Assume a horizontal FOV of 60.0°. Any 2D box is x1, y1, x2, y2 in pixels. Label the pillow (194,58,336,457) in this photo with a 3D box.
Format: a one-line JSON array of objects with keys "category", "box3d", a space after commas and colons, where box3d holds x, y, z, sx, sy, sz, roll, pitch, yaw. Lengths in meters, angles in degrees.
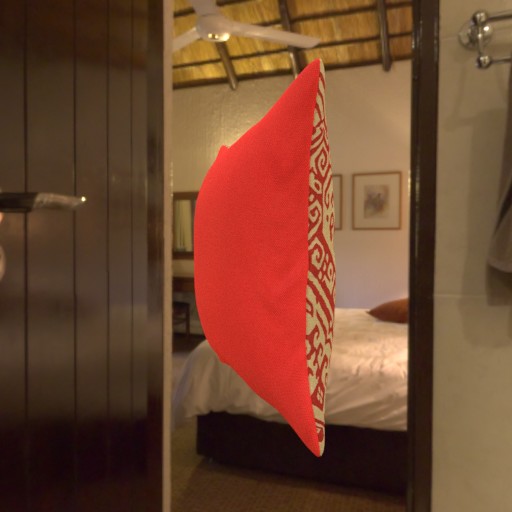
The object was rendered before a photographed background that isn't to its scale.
[{"category": "pillow", "box3d": [0.000, 0.000, 0.798, 0.192, 0.507, 0.522, 0, 1, -18]}]
